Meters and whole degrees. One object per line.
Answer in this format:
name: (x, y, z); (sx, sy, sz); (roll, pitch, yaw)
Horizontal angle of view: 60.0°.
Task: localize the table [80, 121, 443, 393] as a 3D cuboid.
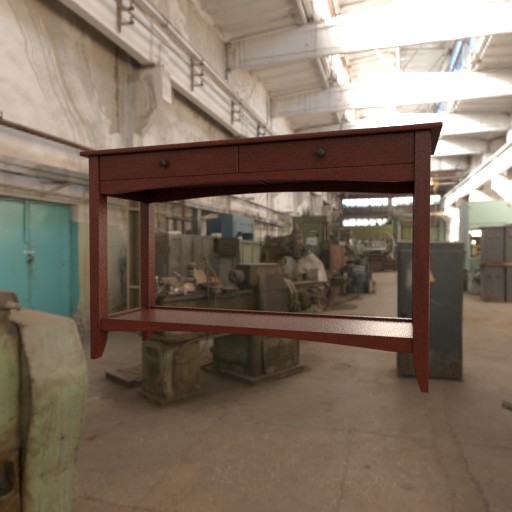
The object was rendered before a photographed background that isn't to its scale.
table: (0.000, 0.000, 1.569); (1.188, 0.739, 0.392); (0, 1, 19)
